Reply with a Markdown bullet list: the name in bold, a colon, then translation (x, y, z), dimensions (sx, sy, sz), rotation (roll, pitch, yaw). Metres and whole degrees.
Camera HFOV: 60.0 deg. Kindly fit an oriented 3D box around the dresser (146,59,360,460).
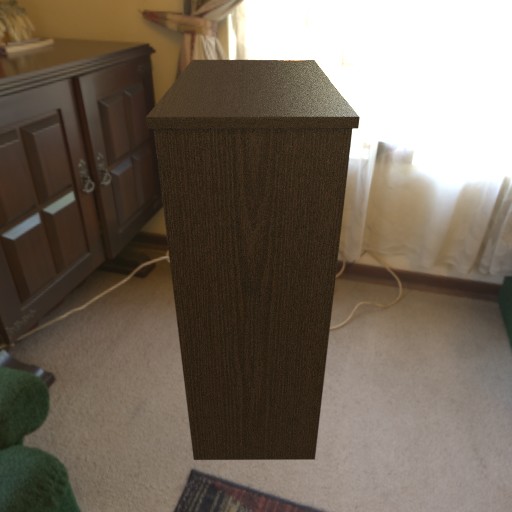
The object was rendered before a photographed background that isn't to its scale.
- **dresser**: translation (0.000, 0.000, 1.364), dimensions (0.399, 1.020, 0.704), rotation (0, 32, 0)
